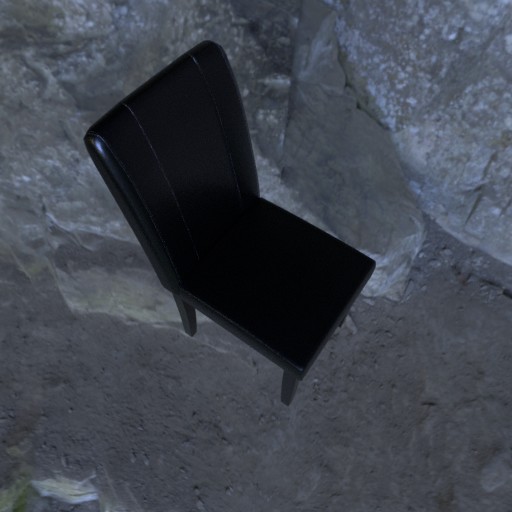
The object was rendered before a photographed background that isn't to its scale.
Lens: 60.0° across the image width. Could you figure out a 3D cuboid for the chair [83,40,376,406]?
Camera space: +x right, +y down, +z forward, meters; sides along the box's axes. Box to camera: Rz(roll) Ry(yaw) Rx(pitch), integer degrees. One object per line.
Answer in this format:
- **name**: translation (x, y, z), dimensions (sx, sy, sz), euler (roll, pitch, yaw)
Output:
- **chair**: translation (0.000, 0.000, 1.213), dimensions (0.556, 0.897, 0.399), euler (31, 63, 18)
